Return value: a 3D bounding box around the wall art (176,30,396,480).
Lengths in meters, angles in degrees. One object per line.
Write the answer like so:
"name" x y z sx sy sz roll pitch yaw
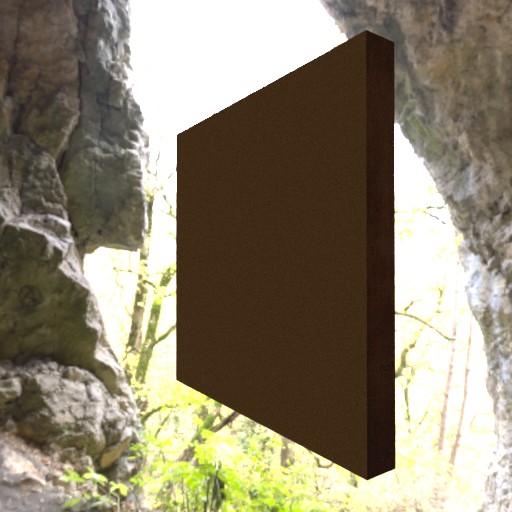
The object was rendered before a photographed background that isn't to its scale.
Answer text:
"wall art" 0.000 0.000 0.548 0.038 0.385 0.386 0 -1 -35
